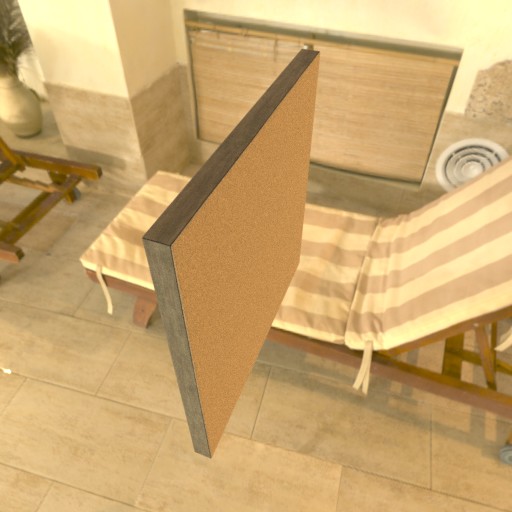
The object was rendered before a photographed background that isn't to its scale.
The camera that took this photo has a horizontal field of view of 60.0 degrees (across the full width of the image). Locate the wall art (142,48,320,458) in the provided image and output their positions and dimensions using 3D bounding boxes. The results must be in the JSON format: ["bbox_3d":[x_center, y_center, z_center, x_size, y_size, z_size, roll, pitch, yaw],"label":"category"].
[{"bbox_3d":[0.000,0.000,1.119,0.050,0.751,0.749,15,47,15],"label":"wall art"}]
